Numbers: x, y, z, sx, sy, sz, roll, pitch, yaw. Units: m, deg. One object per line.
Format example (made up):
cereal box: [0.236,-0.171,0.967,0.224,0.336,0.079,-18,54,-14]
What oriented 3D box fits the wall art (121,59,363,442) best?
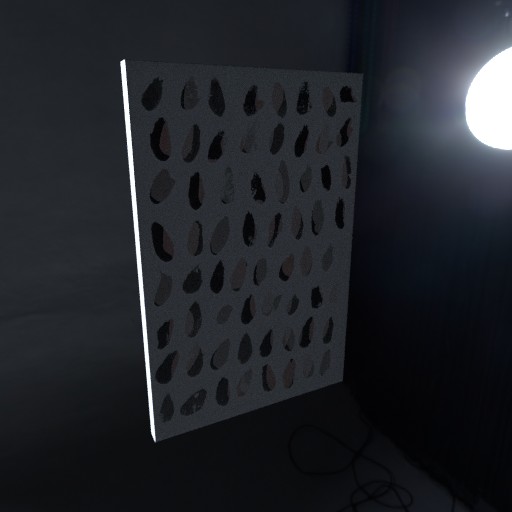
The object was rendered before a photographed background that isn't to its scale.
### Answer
wall art: [0.000,0.000,0.774,0.405,0.608,0.025,-9,19,-26]
